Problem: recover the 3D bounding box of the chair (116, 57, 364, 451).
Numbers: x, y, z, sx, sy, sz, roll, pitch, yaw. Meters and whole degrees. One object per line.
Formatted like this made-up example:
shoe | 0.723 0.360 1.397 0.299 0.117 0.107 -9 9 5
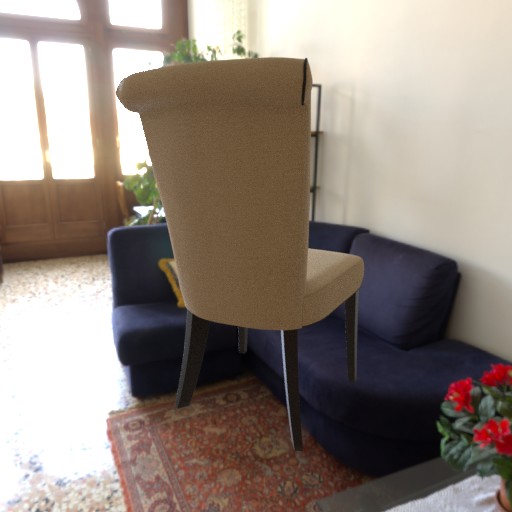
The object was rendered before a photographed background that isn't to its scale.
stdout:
chair | 0.000 0.000 1.328 0.522 0.997 0.623 8 16 28
